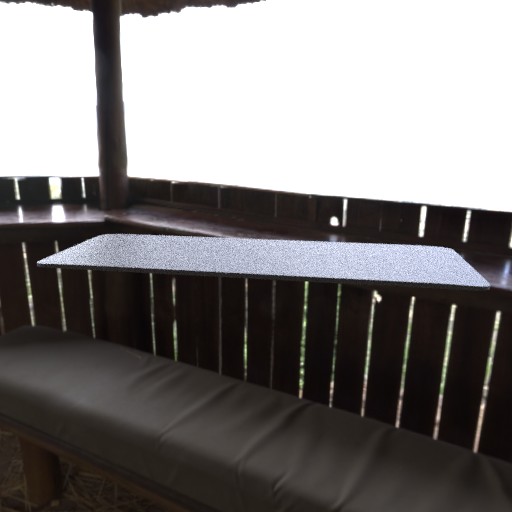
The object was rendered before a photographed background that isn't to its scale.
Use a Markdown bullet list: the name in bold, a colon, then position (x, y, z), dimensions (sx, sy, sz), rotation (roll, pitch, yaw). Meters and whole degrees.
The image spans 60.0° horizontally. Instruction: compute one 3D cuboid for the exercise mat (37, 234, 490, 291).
- **exercise mat**: position (0.000, 0.000, 2.072), dimensions (1.884, 0.021, 0.616), rotation (3, 15, 9)
